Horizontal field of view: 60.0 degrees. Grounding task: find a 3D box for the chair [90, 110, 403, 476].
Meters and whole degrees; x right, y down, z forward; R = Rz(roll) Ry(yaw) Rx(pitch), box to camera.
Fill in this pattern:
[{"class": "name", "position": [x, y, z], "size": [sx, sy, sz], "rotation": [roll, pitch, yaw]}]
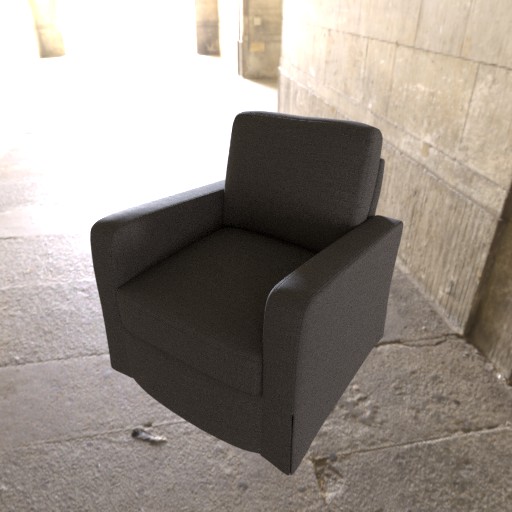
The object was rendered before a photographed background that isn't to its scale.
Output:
[{"class": "chair", "position": [0.000, 0.000, 1.553], "size": [0.798, 0.855, 0.863], "rotation": [19, 36, 29]}]
